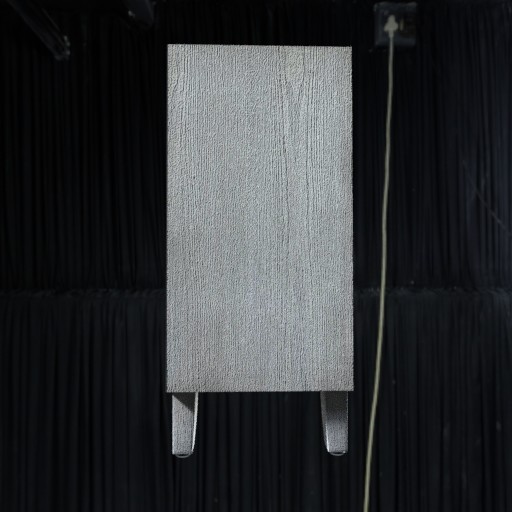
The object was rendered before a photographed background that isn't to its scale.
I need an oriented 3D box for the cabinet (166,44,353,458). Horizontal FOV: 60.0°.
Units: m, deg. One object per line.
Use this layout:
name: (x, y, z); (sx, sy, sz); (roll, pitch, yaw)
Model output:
cabinet: (0.000, 0.000, 1.229); (0.370, 0.787, 0.781); (0, -1, -2)
